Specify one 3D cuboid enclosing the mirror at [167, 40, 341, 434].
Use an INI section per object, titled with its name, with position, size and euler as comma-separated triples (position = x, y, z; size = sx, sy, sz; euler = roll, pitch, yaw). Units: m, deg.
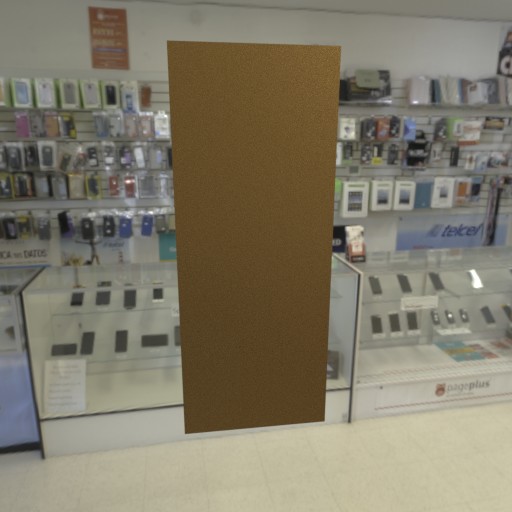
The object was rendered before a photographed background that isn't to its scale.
[mirror]
position = 0.000, 0.000, 2.308
size = 0.812, 2.031, 0.025
euler = -2, 15, -8
